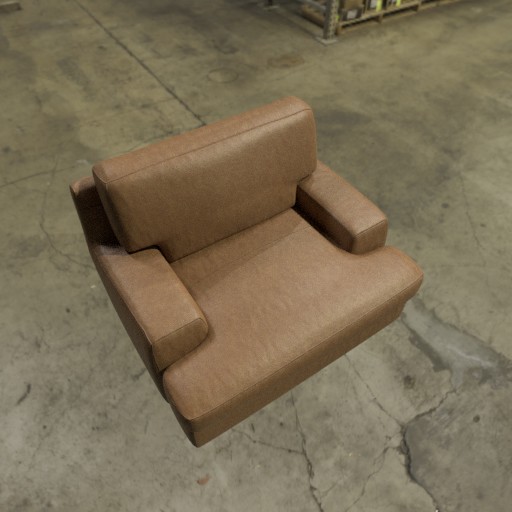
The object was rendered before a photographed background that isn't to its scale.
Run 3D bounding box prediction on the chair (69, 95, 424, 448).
[{"bbox_3d":[0.000,0.000,2.033,1.276,0.978,1.050,-26,53,-22],"label":"chair"}]
